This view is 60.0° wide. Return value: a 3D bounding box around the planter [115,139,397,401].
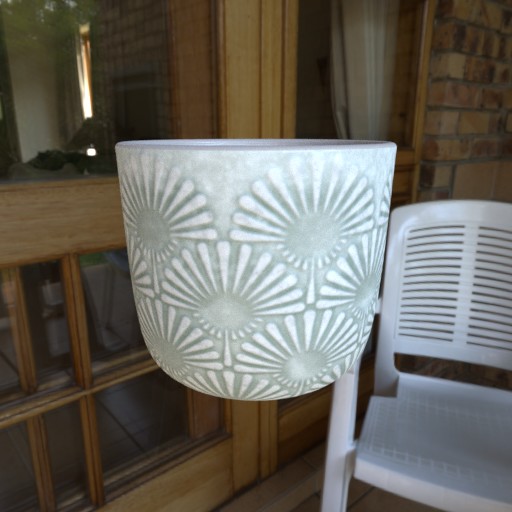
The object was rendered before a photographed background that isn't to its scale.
[{"bbox_3d":[0.000,0.000,0.218,0.124,0.109,0.124,0,16,0],"label":"planter"}]
